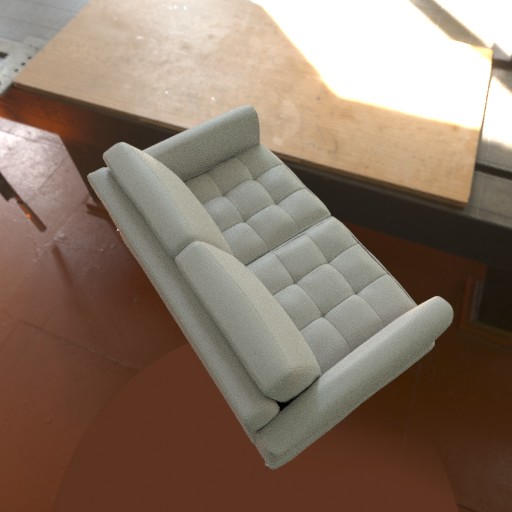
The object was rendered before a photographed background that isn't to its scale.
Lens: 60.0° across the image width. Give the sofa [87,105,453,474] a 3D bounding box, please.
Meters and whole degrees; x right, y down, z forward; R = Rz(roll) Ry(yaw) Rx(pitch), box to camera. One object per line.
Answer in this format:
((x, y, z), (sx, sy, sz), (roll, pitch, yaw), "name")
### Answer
((0.000, 0.000, 2.406), (1.121, 0.930, 1.819), (-30, 64, -17), "sofa")
